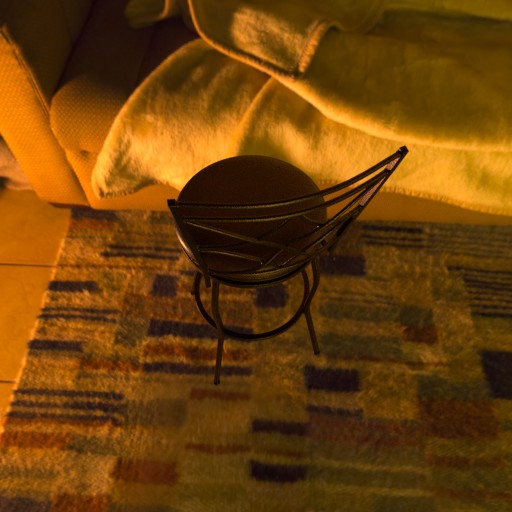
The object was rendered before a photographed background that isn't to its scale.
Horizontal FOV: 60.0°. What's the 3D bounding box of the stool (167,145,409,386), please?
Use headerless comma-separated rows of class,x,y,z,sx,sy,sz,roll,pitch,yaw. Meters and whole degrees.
stool,0.000,0.000,1.331,0.434,1.117,0.534,-14,58,-9
